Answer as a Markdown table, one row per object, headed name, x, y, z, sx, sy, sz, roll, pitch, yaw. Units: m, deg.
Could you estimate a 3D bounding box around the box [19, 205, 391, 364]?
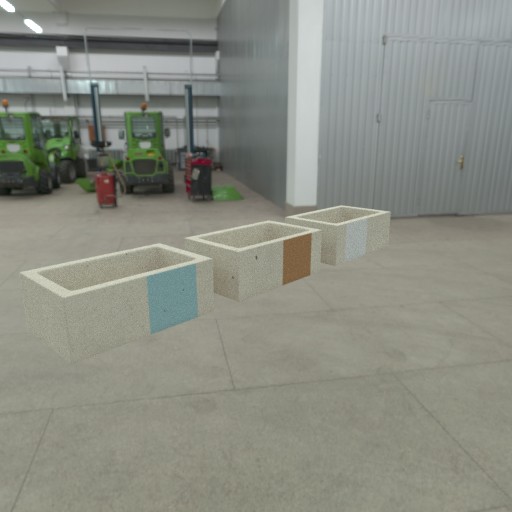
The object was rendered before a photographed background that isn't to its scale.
| name | x | y | z | sx | sy | sz | roll | pitch | yaw |
| --- | --- | --- | --- | --- | --- | --- | --- | --- | --- |
| box | 0.000 | 0.000 | 0.492 | 0.082 | 0.051 | 0.461 | 14 | 21 | 42 |
